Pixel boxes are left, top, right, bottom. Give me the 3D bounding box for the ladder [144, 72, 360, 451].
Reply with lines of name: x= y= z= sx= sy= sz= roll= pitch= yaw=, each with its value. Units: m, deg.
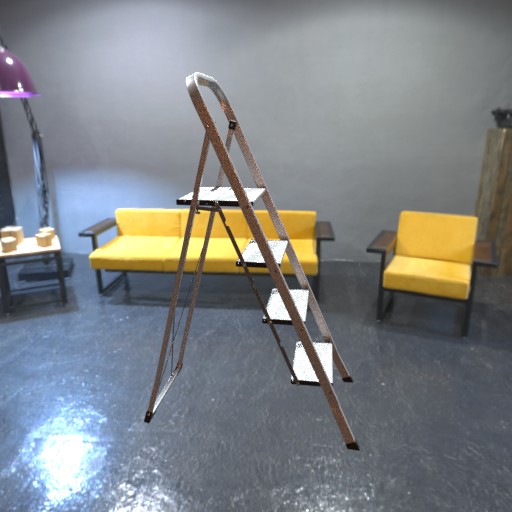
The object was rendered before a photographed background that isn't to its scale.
ladder: x=0.000 y=0.000 z=1.690 sx=0.830 sy=1.290 sz=0.465 roll=3 pitch=17 yaw=9
